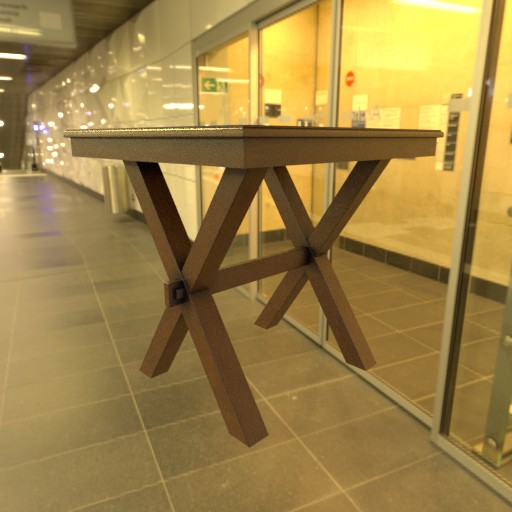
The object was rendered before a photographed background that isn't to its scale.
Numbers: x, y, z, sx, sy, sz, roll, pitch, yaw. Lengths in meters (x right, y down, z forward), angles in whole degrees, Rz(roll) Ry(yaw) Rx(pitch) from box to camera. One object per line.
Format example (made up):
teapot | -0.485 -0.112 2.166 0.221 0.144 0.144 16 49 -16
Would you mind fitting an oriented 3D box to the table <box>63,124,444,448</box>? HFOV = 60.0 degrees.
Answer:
table | 0.000 0.000 1.027 0.602 0.562 0.560 -14 21 -43
